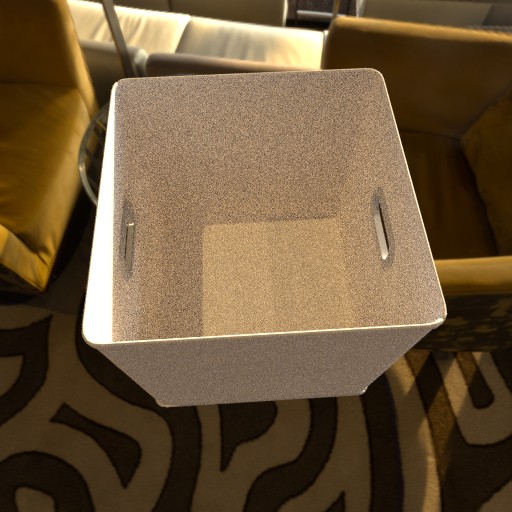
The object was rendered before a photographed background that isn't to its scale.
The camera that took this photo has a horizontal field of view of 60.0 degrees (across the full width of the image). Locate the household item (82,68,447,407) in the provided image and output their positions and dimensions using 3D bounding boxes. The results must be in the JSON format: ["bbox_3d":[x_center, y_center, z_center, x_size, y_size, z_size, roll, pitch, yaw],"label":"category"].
[{"bbox_3d":[0.000,0.000,0.560,0.305,0.305,0.305,-3,63,-2],"label":"household item"}]
